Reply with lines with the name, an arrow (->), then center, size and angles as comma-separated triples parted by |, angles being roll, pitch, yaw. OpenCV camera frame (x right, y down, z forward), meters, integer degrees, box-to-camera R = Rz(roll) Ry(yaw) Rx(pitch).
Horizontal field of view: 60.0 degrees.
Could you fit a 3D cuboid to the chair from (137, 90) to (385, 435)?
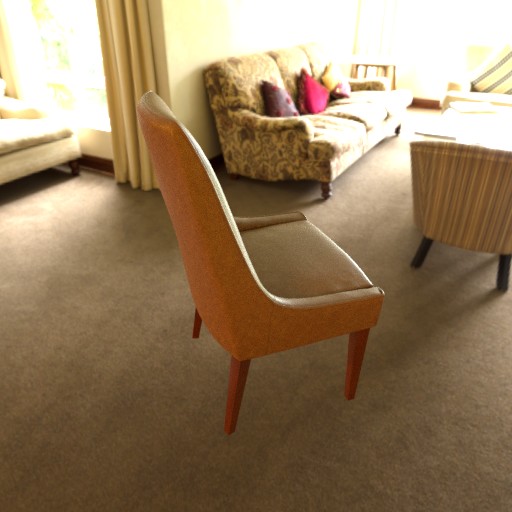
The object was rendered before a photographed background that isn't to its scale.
chair -> 0.000, 0.000, 1.247 | 0.544, 0.861, 0.529 | -10, 32, -17
